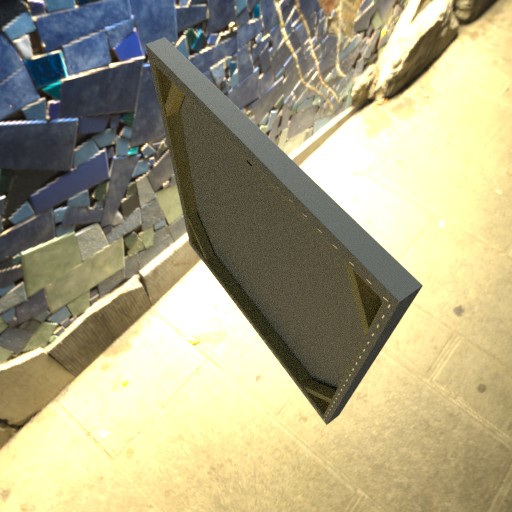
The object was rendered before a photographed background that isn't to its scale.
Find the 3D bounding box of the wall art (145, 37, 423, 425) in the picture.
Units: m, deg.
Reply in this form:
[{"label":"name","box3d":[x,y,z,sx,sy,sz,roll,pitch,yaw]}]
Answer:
[{"label":"wall art","box3d":[0.000,0.000,0.892,0.038,0.610,0.610,-31,62,-18]}]
